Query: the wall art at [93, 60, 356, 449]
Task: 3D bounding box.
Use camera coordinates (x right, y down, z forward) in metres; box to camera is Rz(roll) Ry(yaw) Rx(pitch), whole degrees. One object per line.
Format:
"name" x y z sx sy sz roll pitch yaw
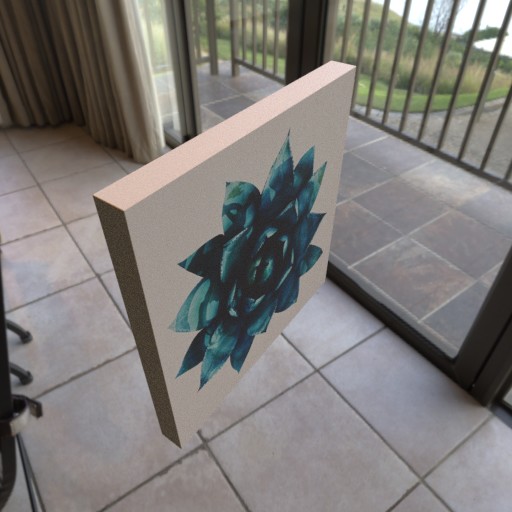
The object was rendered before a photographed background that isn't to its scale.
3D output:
"wall art" 0.000 0.000 0.612 0.038 0.406 0.406 26 48 26
